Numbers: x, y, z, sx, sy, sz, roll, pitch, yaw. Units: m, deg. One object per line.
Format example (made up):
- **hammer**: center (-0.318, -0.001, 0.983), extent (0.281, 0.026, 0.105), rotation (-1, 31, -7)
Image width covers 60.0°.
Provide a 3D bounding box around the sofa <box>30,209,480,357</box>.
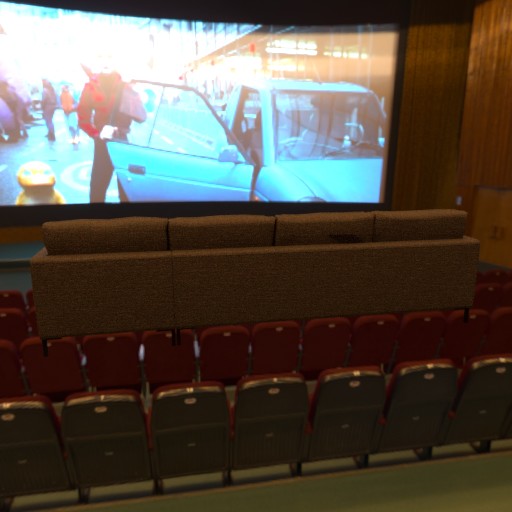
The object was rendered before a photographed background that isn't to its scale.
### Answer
- **sofa**: center (0.000, 0.000, 3.783), extent (3.221, 0.892, 1.483), rotation (-3, 14, -10)
